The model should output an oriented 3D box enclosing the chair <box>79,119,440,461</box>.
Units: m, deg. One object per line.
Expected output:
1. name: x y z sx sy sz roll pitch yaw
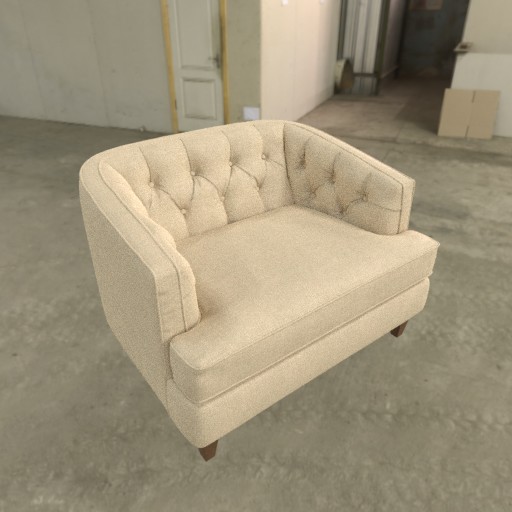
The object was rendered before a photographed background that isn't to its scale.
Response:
1. chair: 0.000 0.000 1.724 1.118 0.787 0.914 -21 37 -31
